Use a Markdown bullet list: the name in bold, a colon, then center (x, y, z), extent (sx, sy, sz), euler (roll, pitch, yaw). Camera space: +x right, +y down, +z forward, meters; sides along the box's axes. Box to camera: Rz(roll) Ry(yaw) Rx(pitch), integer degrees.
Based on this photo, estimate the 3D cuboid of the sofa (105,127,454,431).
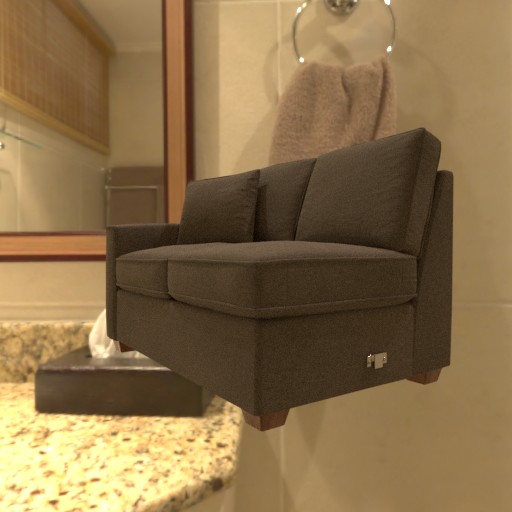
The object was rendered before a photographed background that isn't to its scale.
- **sofa**: center (0.000, 0.000, 2.022), extent (0.991, 0.989, 1.388), euler (-1, 1, -35)
